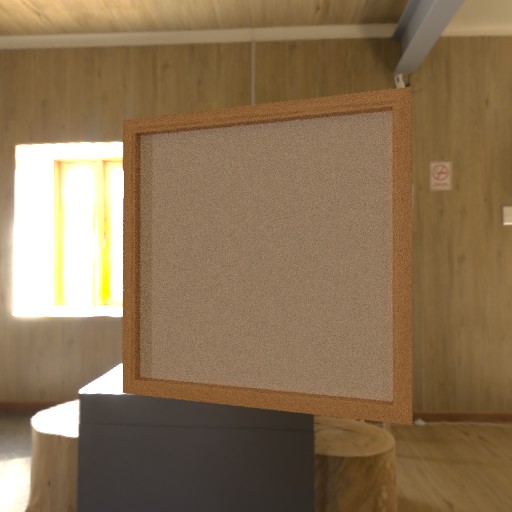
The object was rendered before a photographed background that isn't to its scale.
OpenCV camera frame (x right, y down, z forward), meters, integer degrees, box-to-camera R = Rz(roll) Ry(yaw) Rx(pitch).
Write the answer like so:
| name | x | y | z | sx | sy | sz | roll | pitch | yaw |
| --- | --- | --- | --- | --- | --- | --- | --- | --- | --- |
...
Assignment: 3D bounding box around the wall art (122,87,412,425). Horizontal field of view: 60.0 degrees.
| name | x | y | z | sx | sy | sz | roll | pitch | yaw |
| --- | --- | --- | --- | --- | --- | --- | --- | --- | --- |
| wall art | 0.000 | 0.000 | 0.457 | 0.303 | 0.303 | 0.028 | 0 | 0 | 18 |
